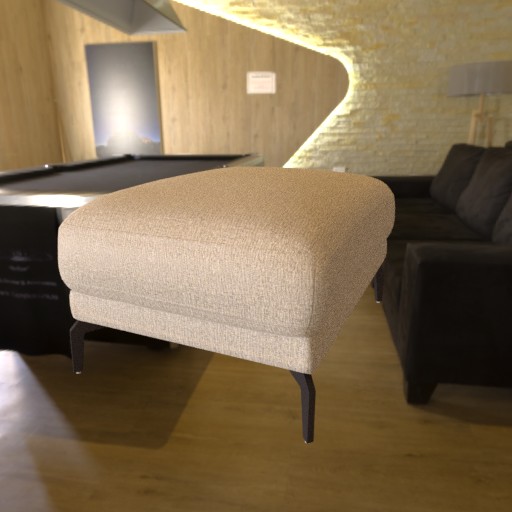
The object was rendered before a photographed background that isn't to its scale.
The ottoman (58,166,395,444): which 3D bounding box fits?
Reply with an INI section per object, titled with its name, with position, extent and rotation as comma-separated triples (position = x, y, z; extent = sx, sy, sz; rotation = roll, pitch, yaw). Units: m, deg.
[ottoman]
position = 0.000, 0.000, 1.101
extent = 0.568, 0.420, 0.772
rotation = 8, 18, 24
